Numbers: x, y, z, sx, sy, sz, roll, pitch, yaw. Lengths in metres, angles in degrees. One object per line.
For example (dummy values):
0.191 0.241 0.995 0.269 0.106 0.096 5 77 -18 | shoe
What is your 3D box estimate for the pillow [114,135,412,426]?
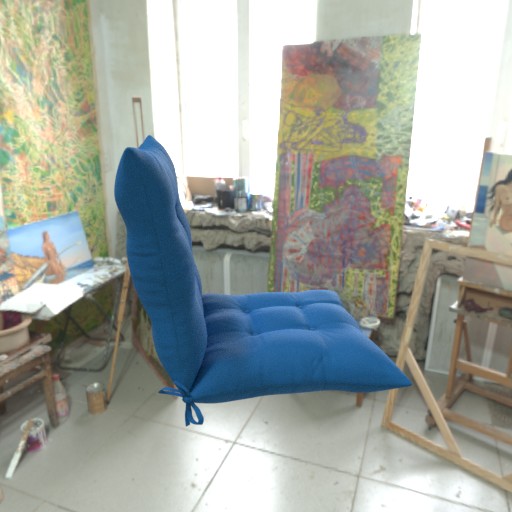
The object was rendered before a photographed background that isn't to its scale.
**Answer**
0.000 0.000 1.043 0.585 0.536 0.541 -3 17 -8 | pillow
